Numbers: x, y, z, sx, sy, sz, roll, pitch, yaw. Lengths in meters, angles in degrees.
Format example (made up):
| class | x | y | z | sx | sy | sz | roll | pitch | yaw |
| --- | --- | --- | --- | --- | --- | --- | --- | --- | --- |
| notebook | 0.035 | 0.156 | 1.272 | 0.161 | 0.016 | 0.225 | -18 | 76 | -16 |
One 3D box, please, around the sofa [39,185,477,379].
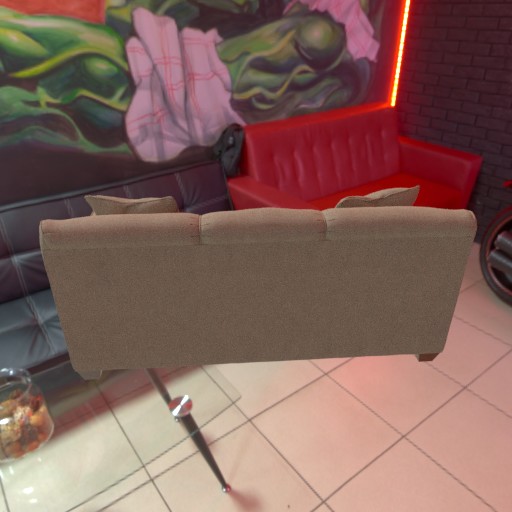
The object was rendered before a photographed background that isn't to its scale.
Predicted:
| class | x | y | z | sx | sy | sz | roll | pitch | yaw |
| --- | --- | --- | --- | --- | --- | --- | --- | --- | --- |
| sofa | 0.000 | 0.000 | 2.615 | 2.024 | 0.958 | 0.997 | -2 | 29 | -4 |
